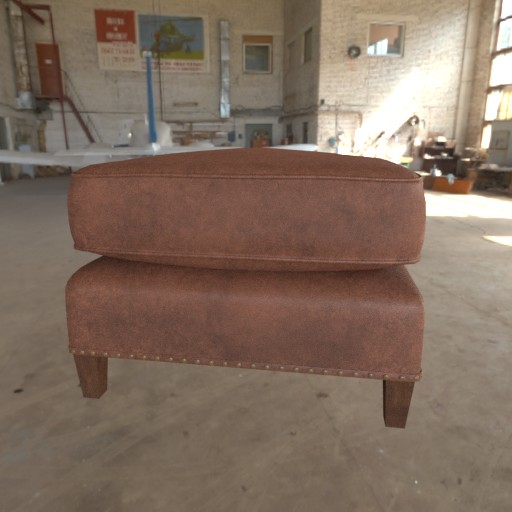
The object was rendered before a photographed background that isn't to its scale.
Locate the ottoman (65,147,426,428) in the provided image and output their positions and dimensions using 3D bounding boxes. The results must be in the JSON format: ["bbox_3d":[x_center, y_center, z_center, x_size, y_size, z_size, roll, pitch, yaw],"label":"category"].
[{"bbox_3d":[0.000,0.000,1.129,0.738,0.537,0.589,2,15,9],"label":"ottoman"}]
